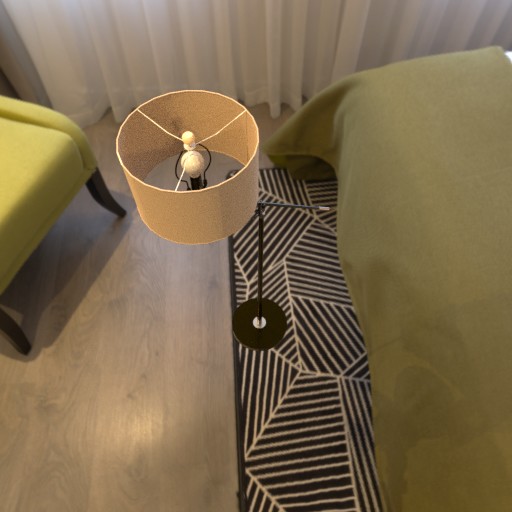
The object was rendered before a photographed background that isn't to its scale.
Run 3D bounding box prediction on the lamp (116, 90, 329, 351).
[{"bbox_3d":[0.000,0.000,1.923,0.809,1.635,0.373,-31,64,-17],"label":"lamp"}]
